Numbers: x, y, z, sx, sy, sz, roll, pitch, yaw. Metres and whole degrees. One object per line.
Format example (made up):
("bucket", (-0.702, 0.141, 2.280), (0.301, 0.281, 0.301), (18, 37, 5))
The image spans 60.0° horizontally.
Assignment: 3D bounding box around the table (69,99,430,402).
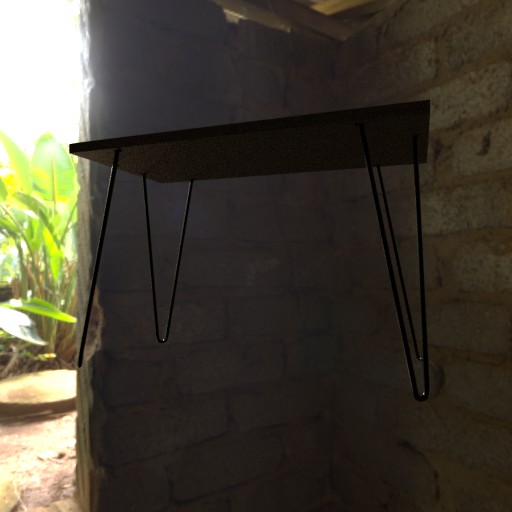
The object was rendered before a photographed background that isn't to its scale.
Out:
("table", (0.000, 0.000, 1.360), (0.991, 0.660, 0.499), (-1, -2, 20))
